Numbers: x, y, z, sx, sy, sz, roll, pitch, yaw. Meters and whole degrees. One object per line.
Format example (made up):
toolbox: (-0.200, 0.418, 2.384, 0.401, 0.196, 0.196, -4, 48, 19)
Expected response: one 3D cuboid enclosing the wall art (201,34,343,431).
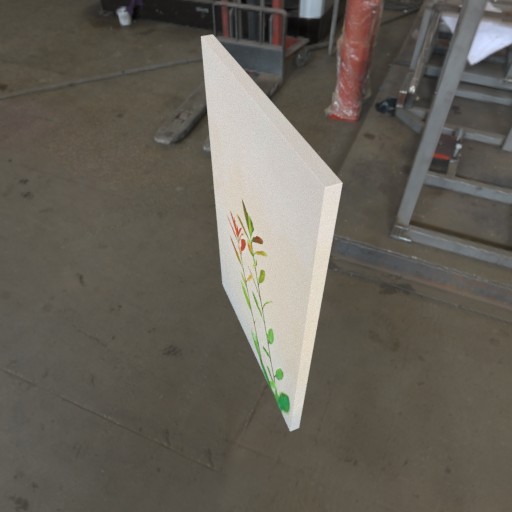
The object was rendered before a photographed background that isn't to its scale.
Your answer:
wall art: (0.000, 0.000, 1.478, 0.038, 1.143, 0.764, -17, 49, -15)
